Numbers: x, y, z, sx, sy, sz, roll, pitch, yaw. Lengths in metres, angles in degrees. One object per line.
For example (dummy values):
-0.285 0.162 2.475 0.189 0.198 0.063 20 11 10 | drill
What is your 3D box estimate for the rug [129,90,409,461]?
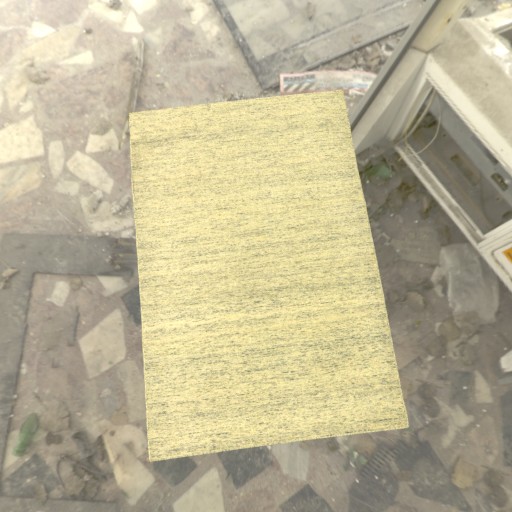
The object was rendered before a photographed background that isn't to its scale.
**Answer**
0.000 0.000 2.834 1.523 0.017 2.263 -7 76 -2 | rug
